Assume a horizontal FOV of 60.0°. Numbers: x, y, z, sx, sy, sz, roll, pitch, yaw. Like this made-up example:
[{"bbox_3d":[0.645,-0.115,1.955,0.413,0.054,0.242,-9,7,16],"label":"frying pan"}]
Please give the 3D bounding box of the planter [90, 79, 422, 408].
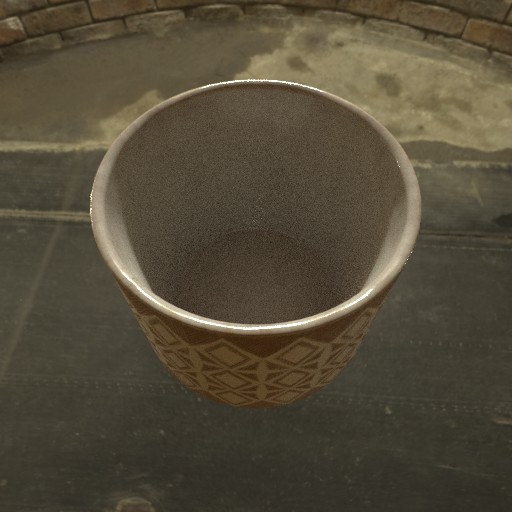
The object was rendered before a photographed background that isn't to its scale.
[{"bbox_3d":[0.000,0.000,0.332,0.193,0.165,0.193,0,58,0],"label":"planter"}]
